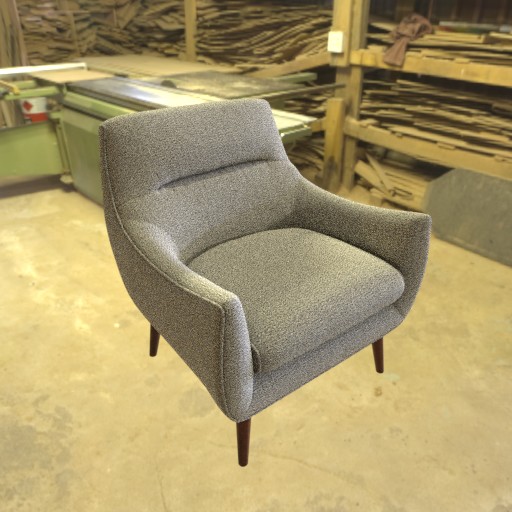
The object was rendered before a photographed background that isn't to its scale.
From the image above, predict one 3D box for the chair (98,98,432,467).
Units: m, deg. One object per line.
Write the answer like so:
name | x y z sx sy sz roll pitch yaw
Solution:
chair | 0.000 0.000 1.415 0.762 0.838 0.787 -20 35 -32
